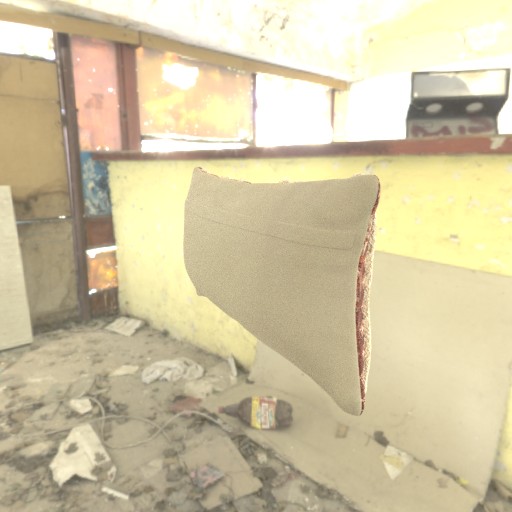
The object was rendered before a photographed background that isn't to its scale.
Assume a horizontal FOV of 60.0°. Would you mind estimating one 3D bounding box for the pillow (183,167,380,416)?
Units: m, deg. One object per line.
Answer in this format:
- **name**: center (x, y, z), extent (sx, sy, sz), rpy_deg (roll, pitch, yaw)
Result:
- **pillow**: center (0.000, 0.000, 0.754), extent (0.161, 0.295, 0.608), rpy_deg (-6, 13, -25)
